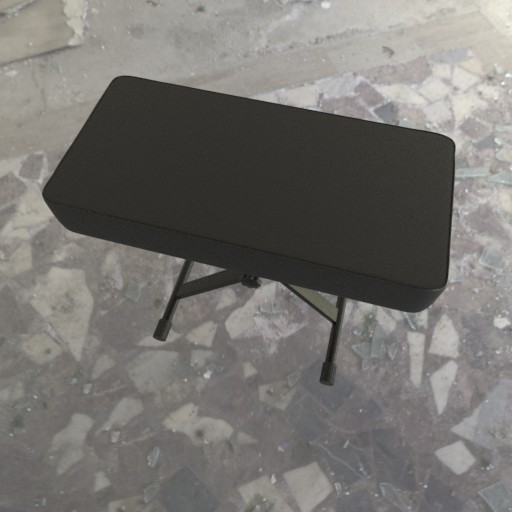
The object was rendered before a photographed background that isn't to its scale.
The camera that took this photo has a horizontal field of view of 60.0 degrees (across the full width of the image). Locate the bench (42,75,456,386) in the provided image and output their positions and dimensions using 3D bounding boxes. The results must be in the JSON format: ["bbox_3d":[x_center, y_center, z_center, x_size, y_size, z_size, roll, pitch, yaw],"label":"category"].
[{"bbox_3d":[0.000,0.000,0.931,0.600,0.561,0.300,13,61,7],"label":"bench"}]
